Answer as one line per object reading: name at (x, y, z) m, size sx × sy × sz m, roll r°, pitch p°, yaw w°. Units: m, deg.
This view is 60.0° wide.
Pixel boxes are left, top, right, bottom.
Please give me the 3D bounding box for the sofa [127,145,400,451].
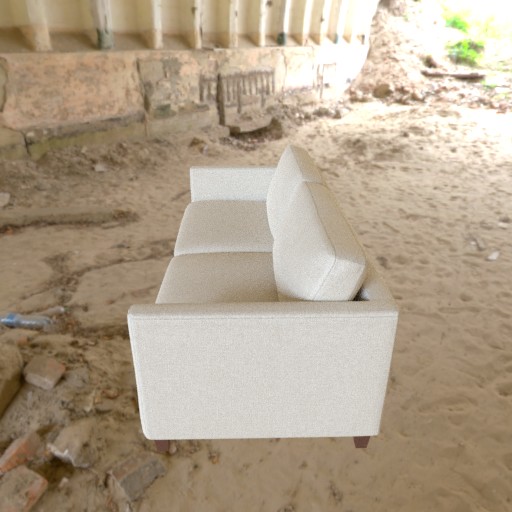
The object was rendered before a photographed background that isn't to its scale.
sofa at (0.000, 0.000, 2.471) m, size 0.965 × 0.889 × 1.981 m, roll -1°, pitch 26°, yaw -1°
